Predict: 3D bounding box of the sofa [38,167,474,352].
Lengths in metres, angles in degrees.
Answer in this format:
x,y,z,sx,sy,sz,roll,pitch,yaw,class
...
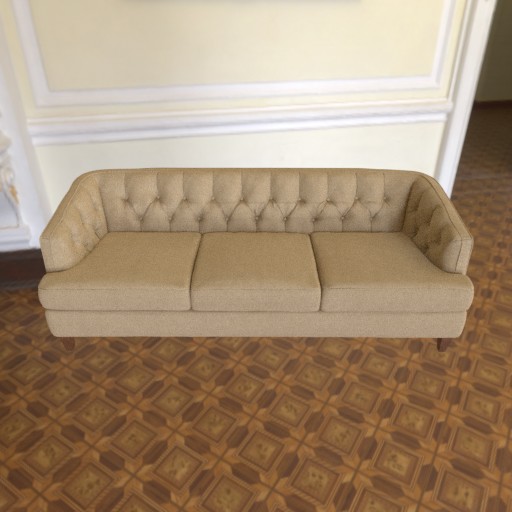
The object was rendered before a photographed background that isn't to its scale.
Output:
x,y,z,sx,sy,sz,roll,pitch,yaw,class
0.000,0.000,2.629,2.235,0.788,0.913,0,31,0,sofa
